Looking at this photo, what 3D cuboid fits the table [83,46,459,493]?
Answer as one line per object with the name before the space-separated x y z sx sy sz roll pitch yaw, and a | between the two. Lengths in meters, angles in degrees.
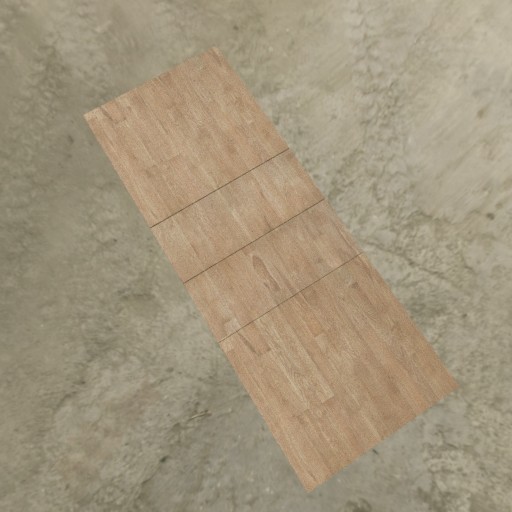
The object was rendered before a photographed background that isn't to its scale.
table | 0.000 0.000 3.003 1.000 0.752 2.603 -31 77 -8
